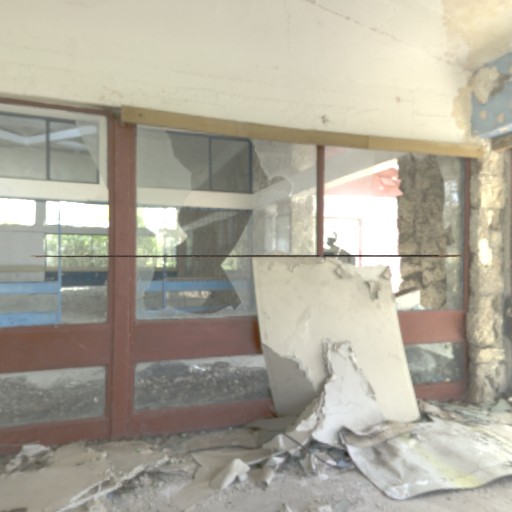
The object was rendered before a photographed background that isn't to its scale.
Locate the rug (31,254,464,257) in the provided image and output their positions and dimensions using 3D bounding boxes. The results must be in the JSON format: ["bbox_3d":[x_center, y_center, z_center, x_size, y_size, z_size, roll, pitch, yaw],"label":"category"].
[{"bbox_3d":[0.000,0.000,1.907,1.541,0.013,0.920,0,0,18],"label":"rug"}]
